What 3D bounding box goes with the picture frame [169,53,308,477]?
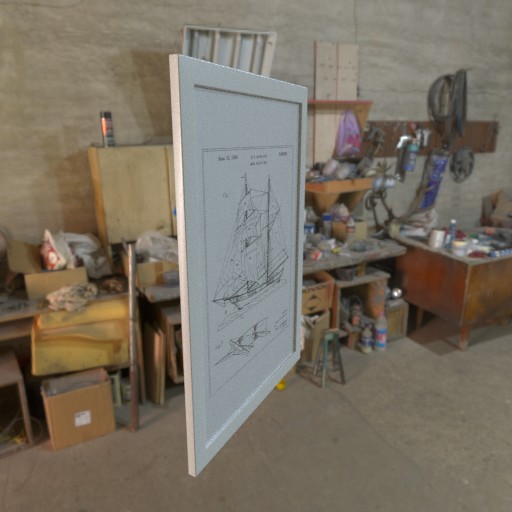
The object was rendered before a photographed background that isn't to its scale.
[{"bbox_3d":[0.000,0.000,0.701,0.012,0.534,0.381,8,17,26],"label":"picture frame"}]
